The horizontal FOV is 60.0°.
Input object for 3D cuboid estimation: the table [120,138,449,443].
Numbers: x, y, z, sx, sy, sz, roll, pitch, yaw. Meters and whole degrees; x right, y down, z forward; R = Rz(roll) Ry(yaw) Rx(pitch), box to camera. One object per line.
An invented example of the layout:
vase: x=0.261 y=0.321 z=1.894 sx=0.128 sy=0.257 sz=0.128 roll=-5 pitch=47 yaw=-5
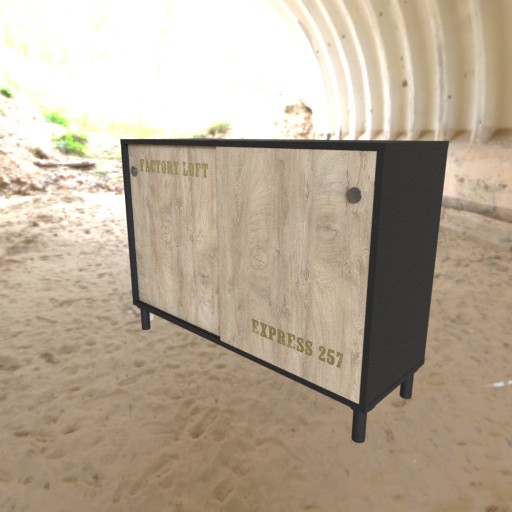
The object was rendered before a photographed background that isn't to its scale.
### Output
table: x=0.000 y=0.000 z=1.685 sx=1.200 sy=0.855 sz=0.400 roll=14 pitch=21 yaw=42
